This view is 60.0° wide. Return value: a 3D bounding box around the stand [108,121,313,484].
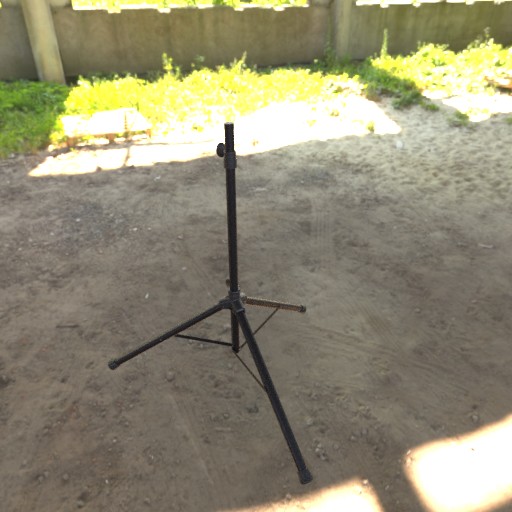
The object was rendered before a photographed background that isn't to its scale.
[{"bbox_3d":[0.000,0.000,1.807,1.045,1.136,0.907,20,36,30],"label":"stand"}]
